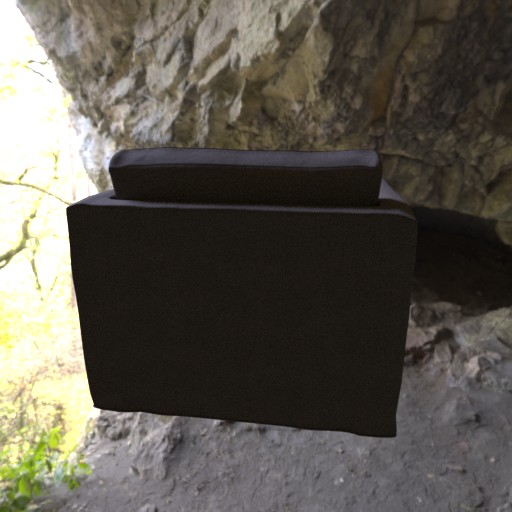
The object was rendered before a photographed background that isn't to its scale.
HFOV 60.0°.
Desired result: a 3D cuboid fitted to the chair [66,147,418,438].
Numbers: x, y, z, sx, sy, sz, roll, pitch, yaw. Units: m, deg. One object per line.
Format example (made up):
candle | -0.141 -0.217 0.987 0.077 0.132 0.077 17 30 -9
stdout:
chair | 0.000 0.000 1.758 1.057 0.863 0.949 3 17 8
